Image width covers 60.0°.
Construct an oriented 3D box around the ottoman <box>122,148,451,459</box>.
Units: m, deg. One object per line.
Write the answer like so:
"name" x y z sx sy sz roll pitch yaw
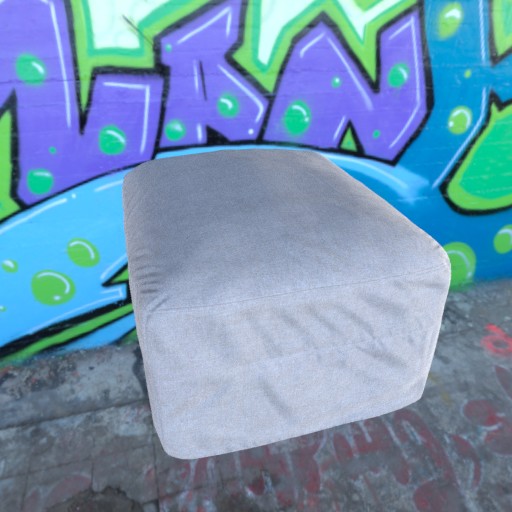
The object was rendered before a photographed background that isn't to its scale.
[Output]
"ottoman" 0.000 0.000 1.237 0.683 0.481 0.837 -8 31 -14
